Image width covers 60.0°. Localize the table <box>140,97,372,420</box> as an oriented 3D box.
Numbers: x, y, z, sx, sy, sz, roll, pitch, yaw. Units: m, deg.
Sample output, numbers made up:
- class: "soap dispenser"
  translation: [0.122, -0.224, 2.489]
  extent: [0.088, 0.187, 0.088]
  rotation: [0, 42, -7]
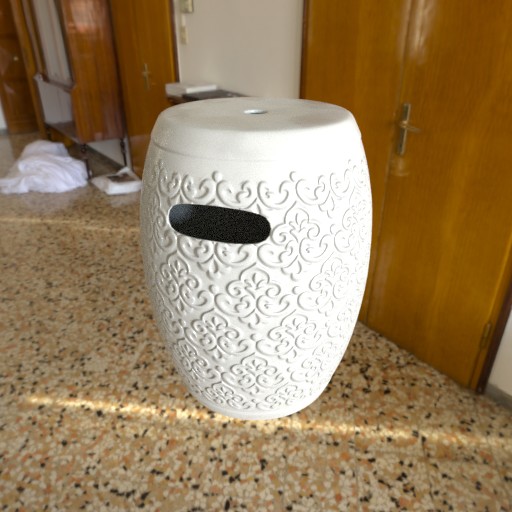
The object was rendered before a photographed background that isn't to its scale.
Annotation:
- class: "table"
  translation: [0.000, 0.000, 0.625]
  extent: [0.309, 0.397, 0.309]
  rotation: [0, 28, 0]
